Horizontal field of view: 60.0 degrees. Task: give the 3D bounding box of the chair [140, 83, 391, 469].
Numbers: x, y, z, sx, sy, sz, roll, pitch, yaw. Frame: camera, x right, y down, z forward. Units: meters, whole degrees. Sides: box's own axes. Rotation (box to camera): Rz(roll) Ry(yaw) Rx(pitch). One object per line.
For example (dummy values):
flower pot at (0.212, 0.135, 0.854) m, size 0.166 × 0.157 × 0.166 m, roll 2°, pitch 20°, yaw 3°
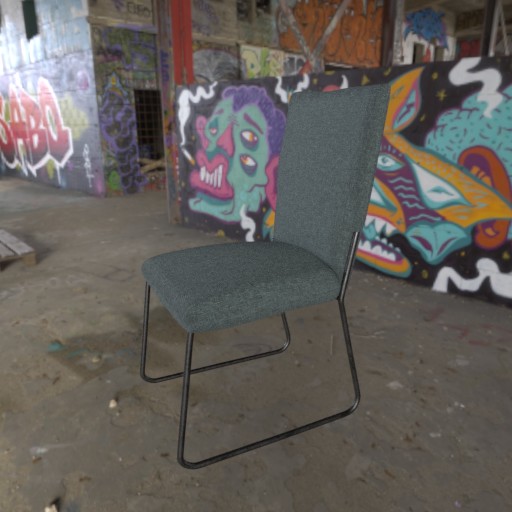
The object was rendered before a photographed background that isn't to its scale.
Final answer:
chair at (0.000, 0.000, 1.280) m, size 0.635 × 0.931 × 0.480 m, roll -8°, pitch 18°, yaw -25°
